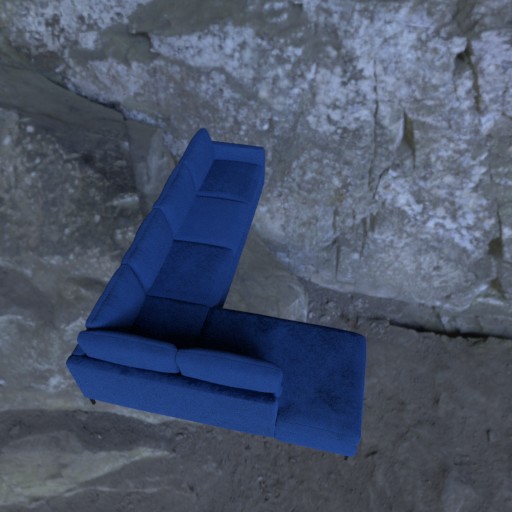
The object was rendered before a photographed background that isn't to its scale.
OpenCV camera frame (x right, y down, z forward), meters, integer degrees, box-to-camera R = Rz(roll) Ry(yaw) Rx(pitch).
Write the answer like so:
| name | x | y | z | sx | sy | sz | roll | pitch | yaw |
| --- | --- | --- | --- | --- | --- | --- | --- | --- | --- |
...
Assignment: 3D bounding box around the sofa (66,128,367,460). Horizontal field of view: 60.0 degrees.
| name | x | y | z | sx | sy | sz | roll | pitch | yaw |
| --- | --- | --- | --- | --- | --- | --- | --- | --- | --- |
| sofa | 0.000 | 0.000 | 3.937 | 2.007 | 0.815 | 2.949 | 9 | 46 | 8 |
